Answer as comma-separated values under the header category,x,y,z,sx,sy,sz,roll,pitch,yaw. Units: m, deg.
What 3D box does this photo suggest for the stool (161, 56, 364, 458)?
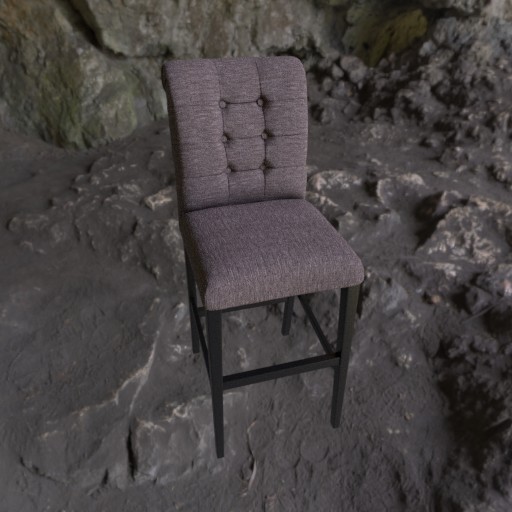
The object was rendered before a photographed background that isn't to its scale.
category,x,y,z,sx,sy,sz,roll,pitch,yaw
stool,0.000,0.000,1.444,0.452,1.131,0.613,-9,32,-14
